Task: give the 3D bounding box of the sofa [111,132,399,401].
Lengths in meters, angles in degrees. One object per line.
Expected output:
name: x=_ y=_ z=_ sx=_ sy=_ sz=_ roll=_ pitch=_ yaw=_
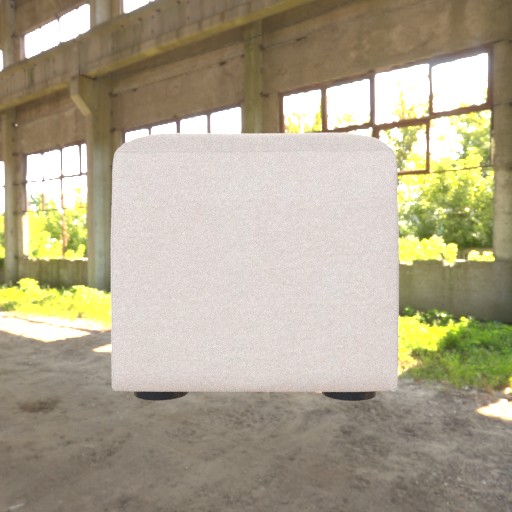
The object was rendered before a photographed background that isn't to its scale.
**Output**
sofa: x=0.000 y=0.000 z=1.166 sx=0.480 sy=0.470 sz=0.930 roll=0 pitch=1 yaw=0
